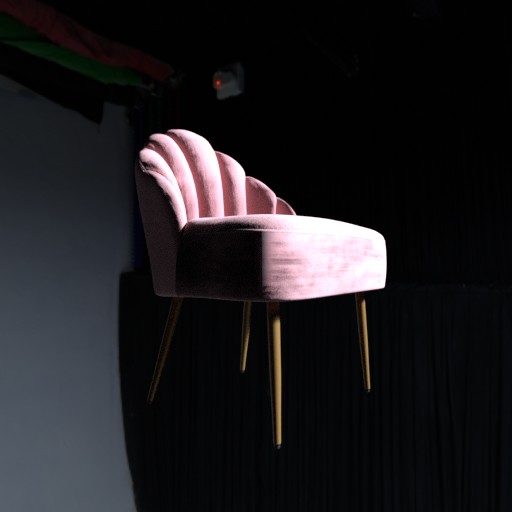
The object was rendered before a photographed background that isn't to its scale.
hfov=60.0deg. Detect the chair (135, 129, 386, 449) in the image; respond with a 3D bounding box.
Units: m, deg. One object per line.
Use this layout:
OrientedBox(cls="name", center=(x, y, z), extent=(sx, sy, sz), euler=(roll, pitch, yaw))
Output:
OrientedBox(cls="chair", center=(0.000, 0.000, 1.280), extent=(0.599, 0.819, 0.657), euler=(0, -1, 36))
